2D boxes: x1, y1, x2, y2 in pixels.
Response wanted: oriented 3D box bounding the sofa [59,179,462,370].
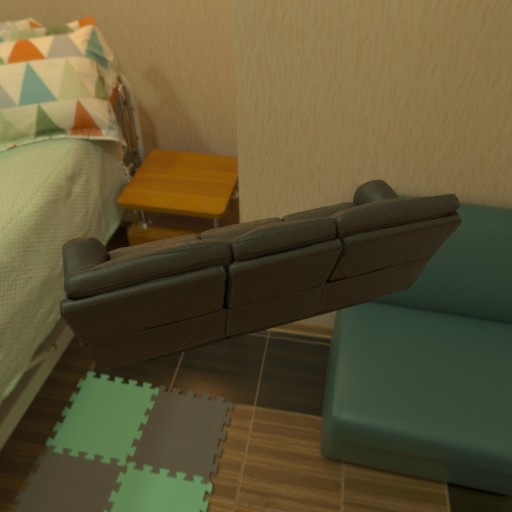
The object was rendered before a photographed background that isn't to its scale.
[{"bbox_3d":[0.000,0.000,3.247,2.627,1.134,1.104,-13,43,-14],"label":"sofa"}]
